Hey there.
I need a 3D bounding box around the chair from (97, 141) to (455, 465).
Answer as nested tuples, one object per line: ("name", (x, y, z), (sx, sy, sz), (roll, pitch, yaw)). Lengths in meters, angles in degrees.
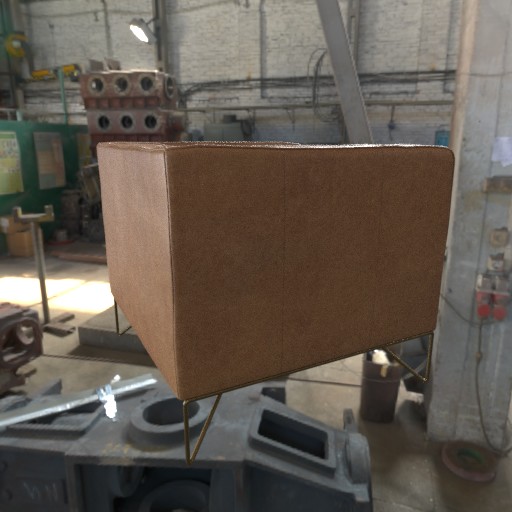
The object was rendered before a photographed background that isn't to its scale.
("chair", (0.000, 0.000, 1.597), (0.912, 0.797, 0.920), (-8, 17, -27))
